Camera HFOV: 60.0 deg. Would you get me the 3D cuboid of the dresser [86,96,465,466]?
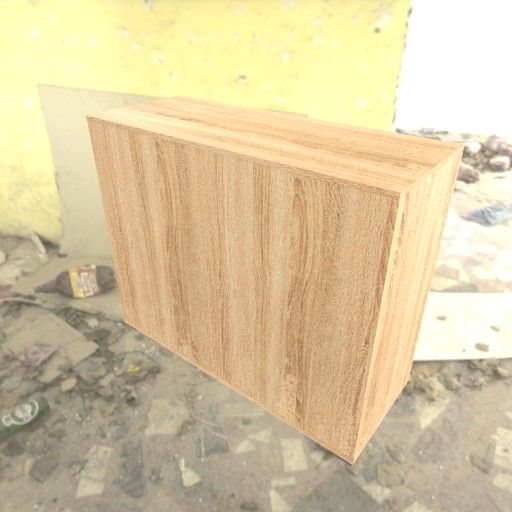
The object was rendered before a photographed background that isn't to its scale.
[{"bbox_3d":[0.000,0.000,1.570,1.100,0.900,0.450,22,37,32],"label":"dresser"}]
